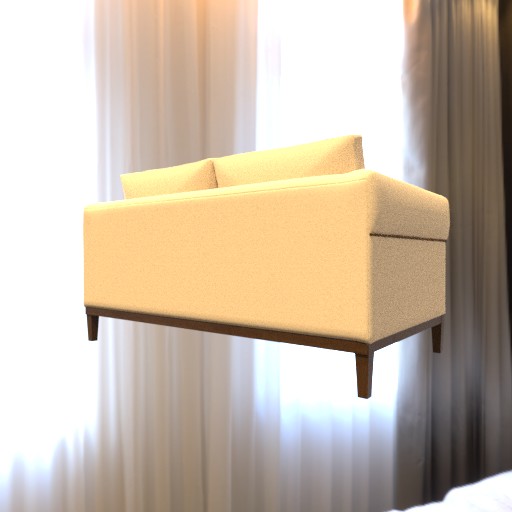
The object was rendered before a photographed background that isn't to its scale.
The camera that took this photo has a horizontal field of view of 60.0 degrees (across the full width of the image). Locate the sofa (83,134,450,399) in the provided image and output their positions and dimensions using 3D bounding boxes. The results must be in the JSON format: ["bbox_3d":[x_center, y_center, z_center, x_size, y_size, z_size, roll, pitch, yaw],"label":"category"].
[{"bbox_3d":[0.000,0.000,2.157,1.598,0.873,0.905,0,0,38],"label":"sofa"}]
